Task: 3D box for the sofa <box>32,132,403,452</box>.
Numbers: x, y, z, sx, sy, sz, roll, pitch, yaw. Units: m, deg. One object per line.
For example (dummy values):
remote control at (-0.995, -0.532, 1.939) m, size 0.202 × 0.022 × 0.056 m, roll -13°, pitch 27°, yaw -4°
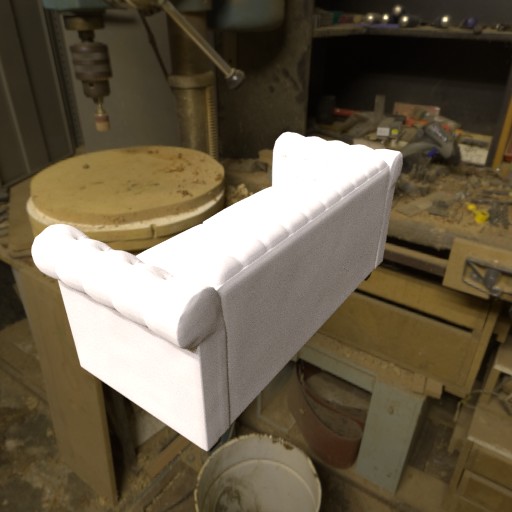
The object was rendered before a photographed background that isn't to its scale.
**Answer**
sofa at (0.000, 0.000, 2.207) m, size 0.771 × 0.796 × 1.798 m, roll 20°, pitch 36°, yaw 30°
